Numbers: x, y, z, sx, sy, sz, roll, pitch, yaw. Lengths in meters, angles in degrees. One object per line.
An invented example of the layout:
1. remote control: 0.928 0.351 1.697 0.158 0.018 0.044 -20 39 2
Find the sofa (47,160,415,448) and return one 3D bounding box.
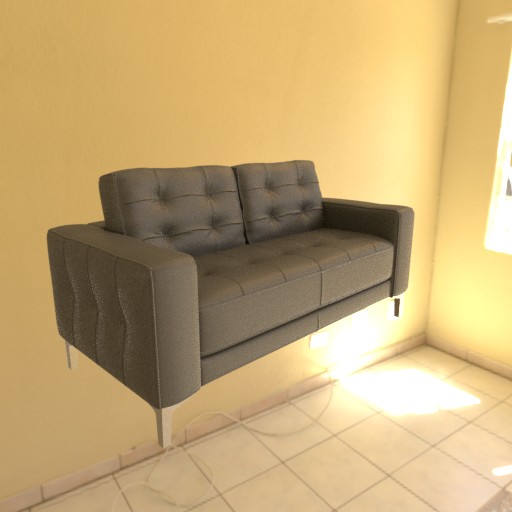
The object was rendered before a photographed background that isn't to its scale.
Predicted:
1. sofa: 0.000 0.000 2.202 1.726 0.892 0.833 -14 20 -43
